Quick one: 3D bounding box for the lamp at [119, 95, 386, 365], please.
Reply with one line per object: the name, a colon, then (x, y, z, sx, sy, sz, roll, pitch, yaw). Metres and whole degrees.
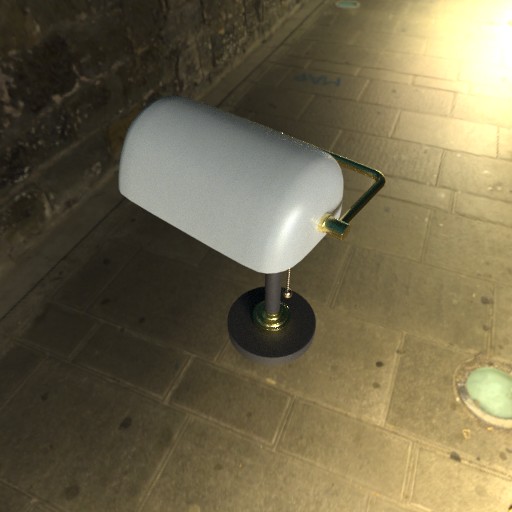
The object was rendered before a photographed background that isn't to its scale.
lamp: (0.000, 0.000, 0.567, 0.269, 0.404, 0.227, 29, 52, 25)
